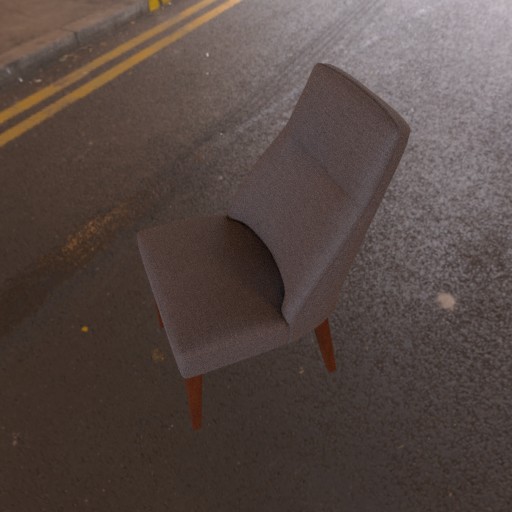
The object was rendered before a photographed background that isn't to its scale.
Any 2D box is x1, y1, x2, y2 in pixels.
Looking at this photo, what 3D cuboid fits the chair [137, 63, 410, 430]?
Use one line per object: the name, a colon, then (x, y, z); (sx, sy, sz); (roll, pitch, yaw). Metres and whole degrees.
chair: (0.000, 0.000, 1.304); (0.620, 0.930, 0.500); (-17, 48, -16)
